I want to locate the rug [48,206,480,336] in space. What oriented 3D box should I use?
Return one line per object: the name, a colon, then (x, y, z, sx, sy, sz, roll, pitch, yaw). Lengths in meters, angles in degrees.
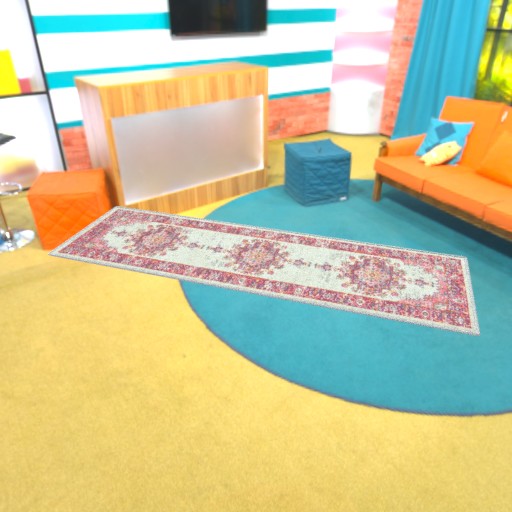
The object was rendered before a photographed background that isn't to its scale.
rug: (0.000, 0.000, 2.013, 1.824, 0.009, 0.562, 9, 32, 15)
